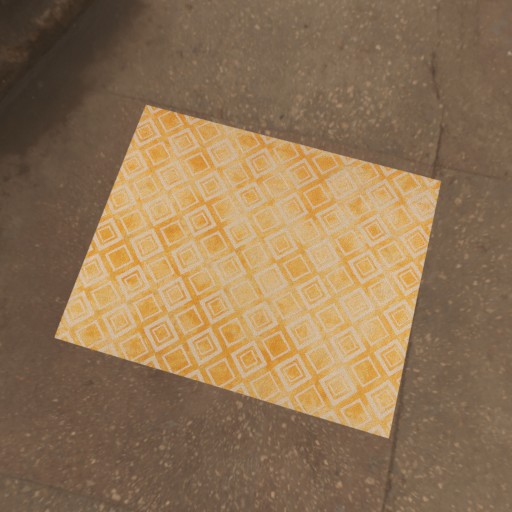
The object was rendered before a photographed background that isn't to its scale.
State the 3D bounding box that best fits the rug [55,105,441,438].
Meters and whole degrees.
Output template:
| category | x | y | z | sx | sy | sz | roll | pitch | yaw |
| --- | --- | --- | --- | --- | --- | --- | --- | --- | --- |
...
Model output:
| category | x | y | z | sx | sy | sz | roll | pitch | yaw |
| --- | --- | --- | --- | --- | --- | --- | --- | --- | --- |
| rug | 0.000 | 0.000 | 4.122 | 3.037 | 0.011 | 2.433 | 16 | 76 | 4 |
